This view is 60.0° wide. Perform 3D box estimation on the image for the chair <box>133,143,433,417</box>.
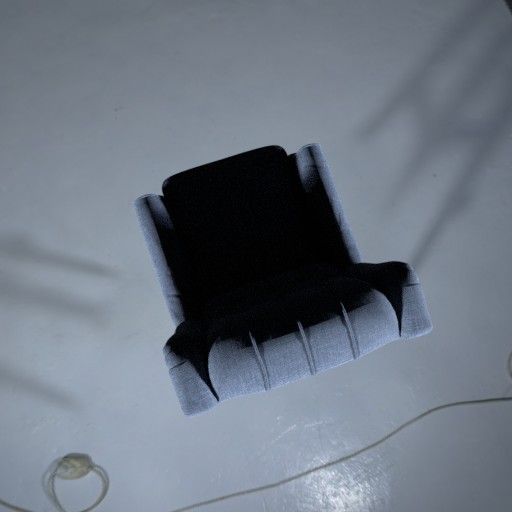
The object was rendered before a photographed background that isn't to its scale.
[{"bbox_3d":[0.000,0.000,1.636,0.742,1.035,0.898,-18,76,-5],"label":"chair"}]
